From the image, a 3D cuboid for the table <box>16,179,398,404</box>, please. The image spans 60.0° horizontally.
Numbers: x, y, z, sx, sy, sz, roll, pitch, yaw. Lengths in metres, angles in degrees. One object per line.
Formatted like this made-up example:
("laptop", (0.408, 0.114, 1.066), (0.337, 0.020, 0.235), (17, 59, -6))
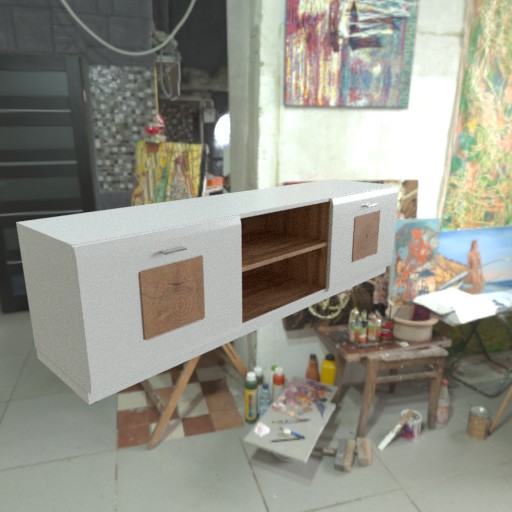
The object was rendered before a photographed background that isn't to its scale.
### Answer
("table", (0.000, 0.000, 1.725), (0.400, 0.440, 1.550), (15, 22, 42))
